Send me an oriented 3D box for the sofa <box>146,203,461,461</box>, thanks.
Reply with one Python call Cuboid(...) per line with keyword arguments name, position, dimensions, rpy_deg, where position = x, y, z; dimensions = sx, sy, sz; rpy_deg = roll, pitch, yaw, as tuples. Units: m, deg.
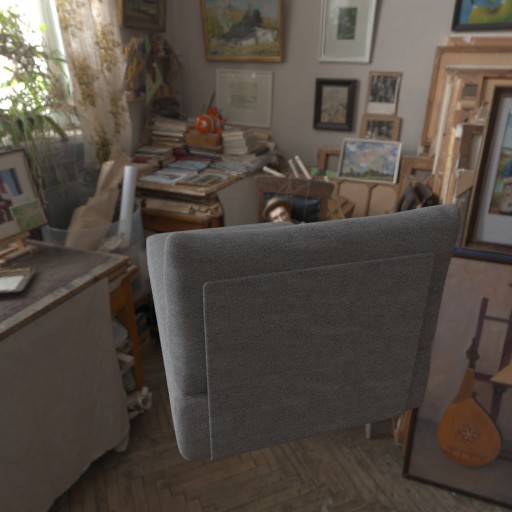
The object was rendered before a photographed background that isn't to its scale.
Cuboid(name="sofa", position=(0.000, 0.000, 2.003), dimensions=(0.930, 0.820, 1.450), rpy_deg=(-7, 25, -15))
